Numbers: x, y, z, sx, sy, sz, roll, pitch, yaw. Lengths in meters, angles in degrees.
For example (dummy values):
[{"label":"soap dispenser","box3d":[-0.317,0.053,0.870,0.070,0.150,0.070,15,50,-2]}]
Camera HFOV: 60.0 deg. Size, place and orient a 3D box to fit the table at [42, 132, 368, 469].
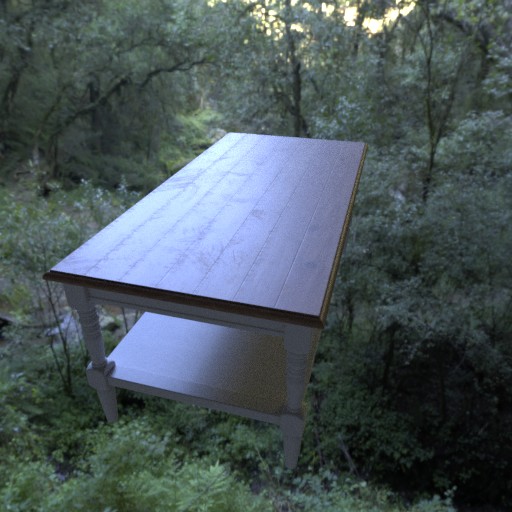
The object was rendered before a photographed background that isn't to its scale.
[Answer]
[{"label":"table","box3d":[0.000,0.000,1.382,0.559,0.458,1.118,8,31,14]}]
